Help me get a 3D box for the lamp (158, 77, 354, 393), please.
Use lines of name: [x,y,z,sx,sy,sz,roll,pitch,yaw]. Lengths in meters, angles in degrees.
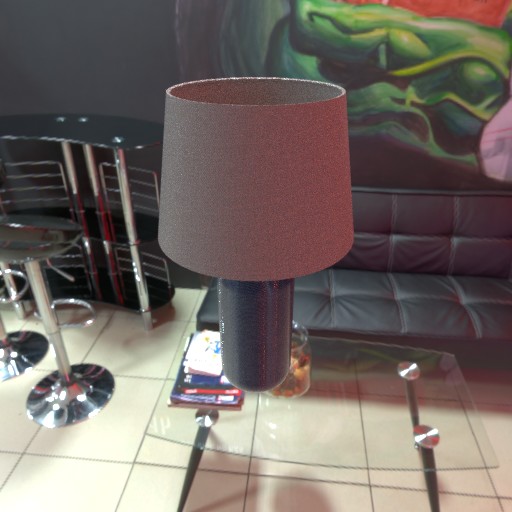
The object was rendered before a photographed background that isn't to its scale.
lamp: [0.000,0.000,0.601,0.253,0.428,0.253,0,29,0]
